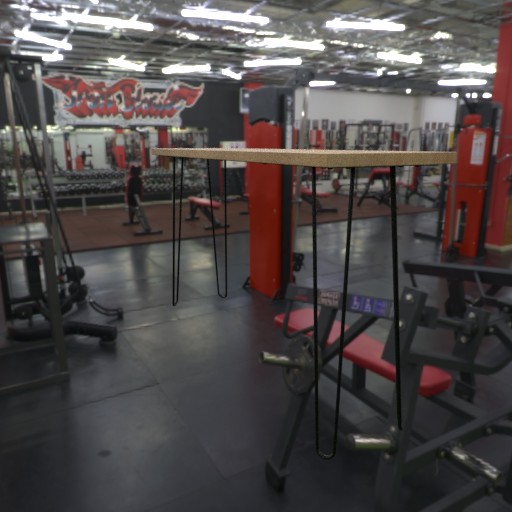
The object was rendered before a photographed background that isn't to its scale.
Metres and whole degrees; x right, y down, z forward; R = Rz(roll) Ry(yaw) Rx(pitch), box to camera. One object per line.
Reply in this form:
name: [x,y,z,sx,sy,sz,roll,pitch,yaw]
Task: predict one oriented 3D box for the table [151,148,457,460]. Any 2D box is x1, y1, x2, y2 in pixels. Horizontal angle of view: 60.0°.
table: [0.000,0.000,1.713,0.399,0.799,1.400,-7,16,-27]
